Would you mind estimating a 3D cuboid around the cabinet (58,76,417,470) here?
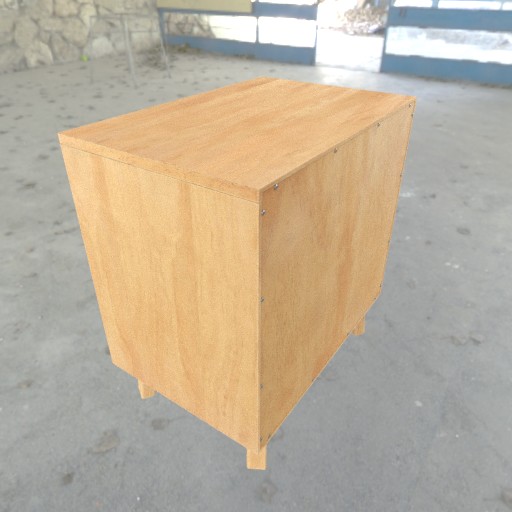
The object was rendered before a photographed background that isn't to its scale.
[{"bbox_3d":[0.000,0.000,0.939,0.394,0.599,0.551,20,37,29],"label":"cabinet"}]
